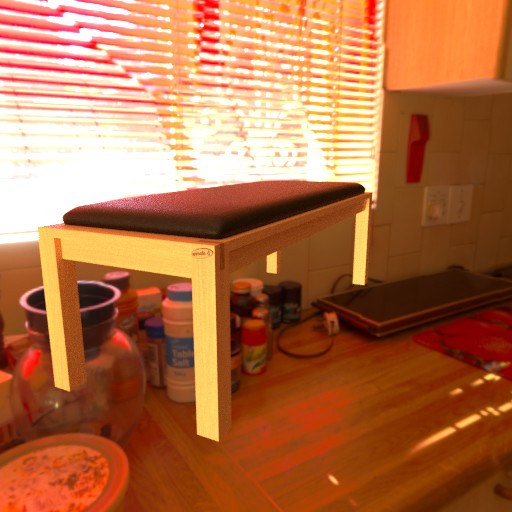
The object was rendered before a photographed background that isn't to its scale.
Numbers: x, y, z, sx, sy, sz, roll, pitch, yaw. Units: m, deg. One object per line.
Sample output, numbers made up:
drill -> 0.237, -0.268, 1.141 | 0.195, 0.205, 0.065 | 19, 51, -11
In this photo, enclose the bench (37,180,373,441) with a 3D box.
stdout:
bench -> 0.000, 0.000, 1.413 | 0.450, 0.430, 1.202 | 7, 15, 26
